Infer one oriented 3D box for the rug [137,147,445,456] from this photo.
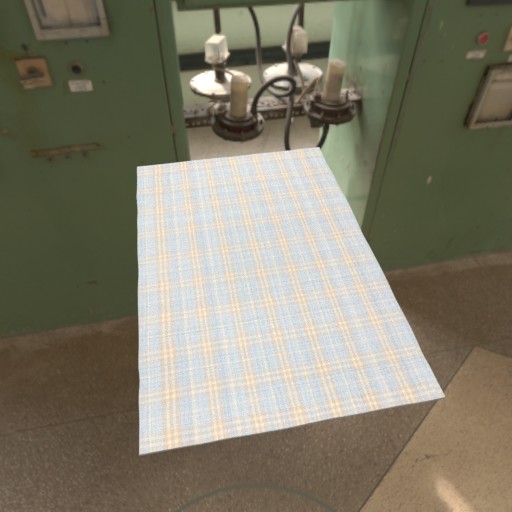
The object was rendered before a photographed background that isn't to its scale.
[{"bbox_3d":[0.000,0.000,2.328,1.231,0.012,1.835,-8,48,-7],"label":"rug"}]
